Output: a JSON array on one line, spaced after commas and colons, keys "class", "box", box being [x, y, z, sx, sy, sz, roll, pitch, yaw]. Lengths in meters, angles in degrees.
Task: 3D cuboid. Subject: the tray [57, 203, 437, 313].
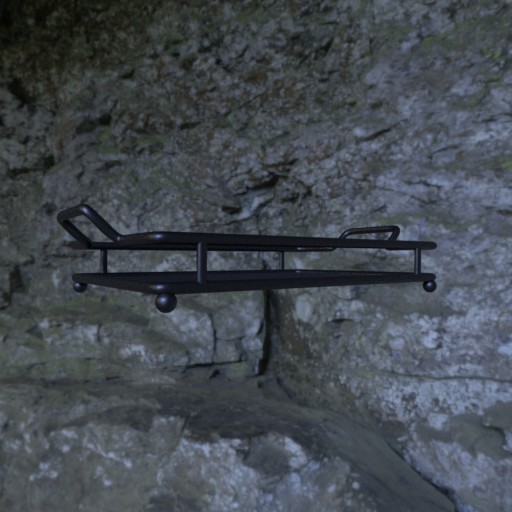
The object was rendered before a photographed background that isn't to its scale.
[{"class": "tray", "box": [0.000, 0.000, 0.612, 0.495, 0.101, 0.297, 0, 0, -36]}]
